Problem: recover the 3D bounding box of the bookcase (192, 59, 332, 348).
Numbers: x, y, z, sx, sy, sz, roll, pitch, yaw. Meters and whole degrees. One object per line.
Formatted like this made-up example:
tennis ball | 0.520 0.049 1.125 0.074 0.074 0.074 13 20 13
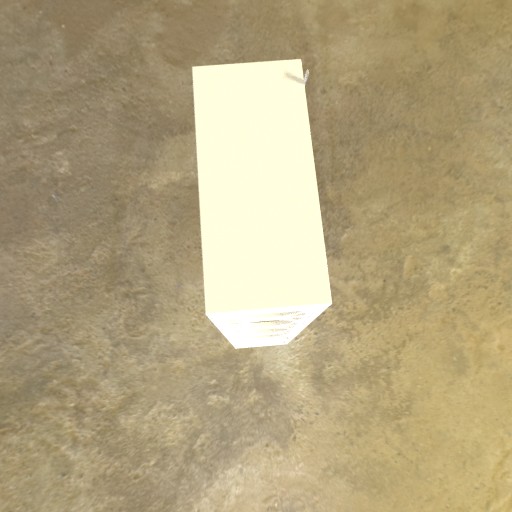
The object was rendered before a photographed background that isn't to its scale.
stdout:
bookcase | 0.000 0.000 2.125 0.361 1.869 0.761 -5 75 -1
